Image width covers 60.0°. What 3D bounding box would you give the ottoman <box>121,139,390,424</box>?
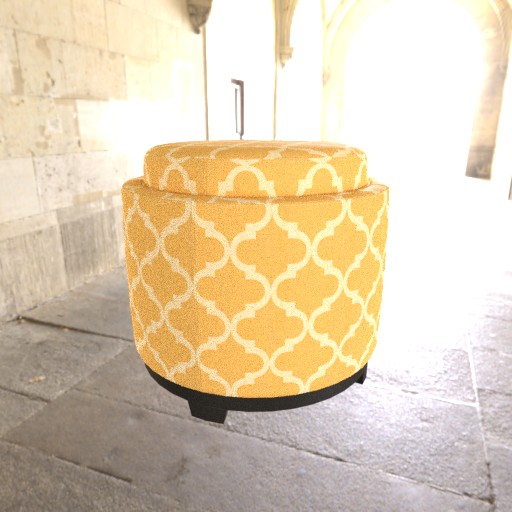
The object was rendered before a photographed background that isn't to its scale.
[{"bbox_3d":[0.000,0.000,0.851,0.480,0.429,0.480,0,17,0],"label":"ottoman"}]
